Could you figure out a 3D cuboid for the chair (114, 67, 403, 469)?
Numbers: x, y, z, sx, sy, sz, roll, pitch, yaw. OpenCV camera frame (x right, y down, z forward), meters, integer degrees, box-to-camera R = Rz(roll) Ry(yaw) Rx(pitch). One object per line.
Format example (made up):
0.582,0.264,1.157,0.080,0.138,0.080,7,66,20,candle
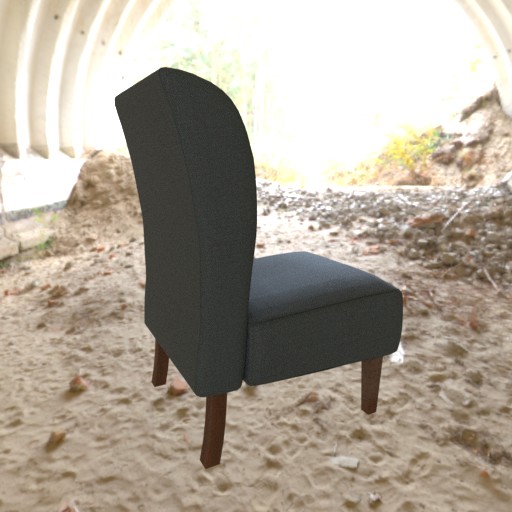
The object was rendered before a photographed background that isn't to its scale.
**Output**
0.000,0.000,1.146,0.592,0.804,0.513,-7,15,-28,chair
